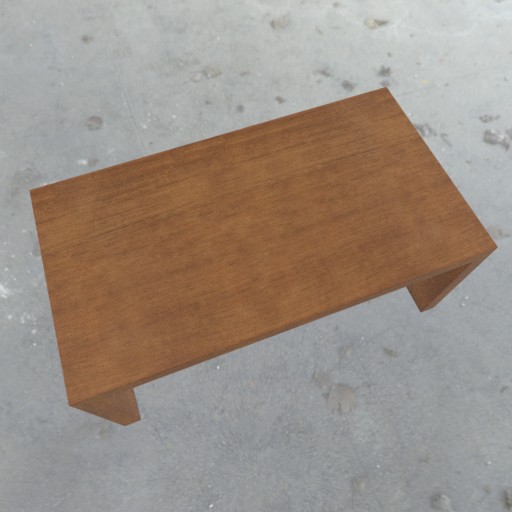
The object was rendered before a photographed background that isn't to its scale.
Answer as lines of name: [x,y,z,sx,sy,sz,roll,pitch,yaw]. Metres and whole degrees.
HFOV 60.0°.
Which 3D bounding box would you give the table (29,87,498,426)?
table: [0.000,0.000,1.254,1.000,0.419,0.549,-19,65,-9]
